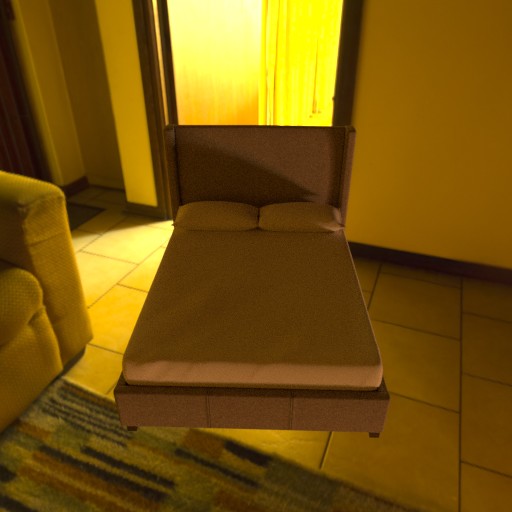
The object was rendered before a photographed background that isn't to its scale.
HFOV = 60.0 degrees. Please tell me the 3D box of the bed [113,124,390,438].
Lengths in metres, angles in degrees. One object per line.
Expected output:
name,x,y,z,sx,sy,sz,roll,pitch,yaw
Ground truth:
bed,0.000,0.000,3.497,1.714,1.481,2.245,1,32,2
